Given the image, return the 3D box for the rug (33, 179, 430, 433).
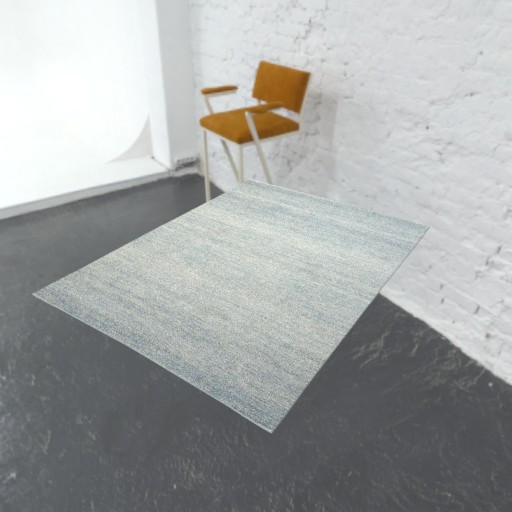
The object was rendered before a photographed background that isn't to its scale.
[{"bbox_3d":[0.000,0.000,4.359,2.461,0.046,3.237,20,37,29],"label":"rug"}]
